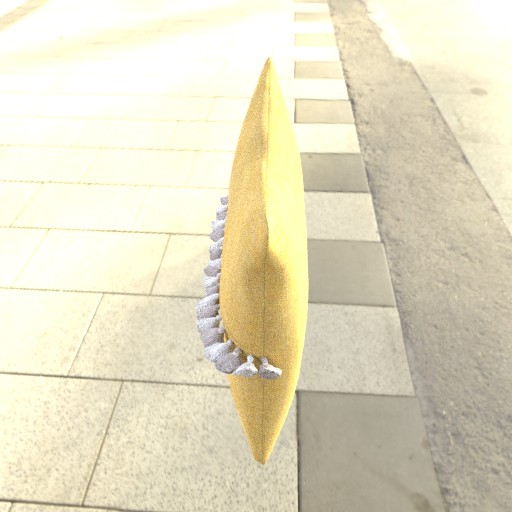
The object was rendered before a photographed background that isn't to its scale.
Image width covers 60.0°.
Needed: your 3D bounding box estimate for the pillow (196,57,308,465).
[{"bbox_3d":[0.000,0.000,0.731,0.167,0.481,0.485,1,42,1],"label":"pillow"}]
